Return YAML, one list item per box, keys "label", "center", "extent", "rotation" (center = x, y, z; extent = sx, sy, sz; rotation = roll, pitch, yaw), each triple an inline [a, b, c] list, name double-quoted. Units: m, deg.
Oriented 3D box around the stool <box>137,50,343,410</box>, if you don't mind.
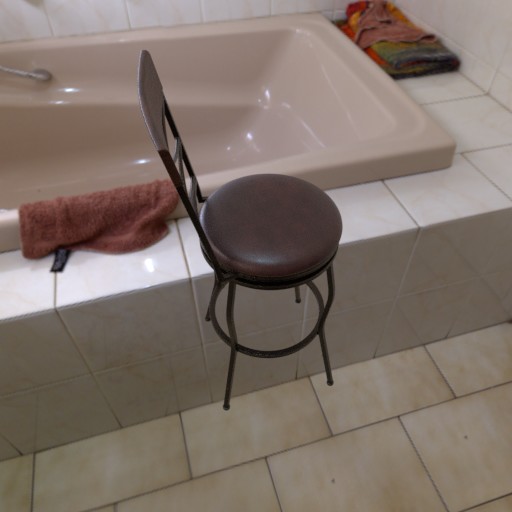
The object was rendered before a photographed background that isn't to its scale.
- label: "stool"
  center: [0.000, 0.000, 1.386]
  extent: [0.513, 1.130, 0.448]
  rotation: [-10, 48, -9]
